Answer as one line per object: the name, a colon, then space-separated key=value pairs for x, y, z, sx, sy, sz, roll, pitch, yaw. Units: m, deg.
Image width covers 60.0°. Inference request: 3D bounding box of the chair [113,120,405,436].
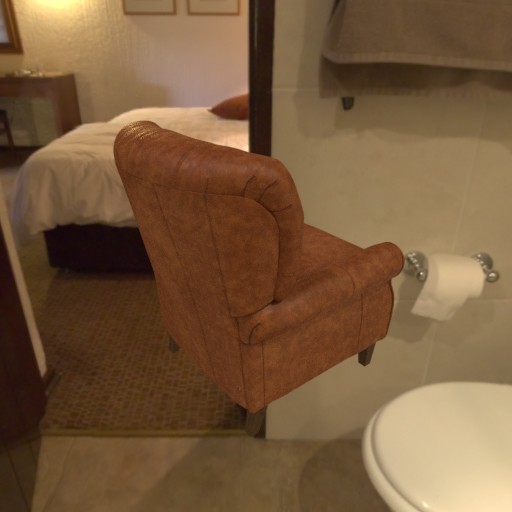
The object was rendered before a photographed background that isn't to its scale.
chair: x=0.000 y=0.000 z=1.938 sx=1.059 sy=1.164 sz=0.951 roll=-19 pitch=32 yaw=-33
